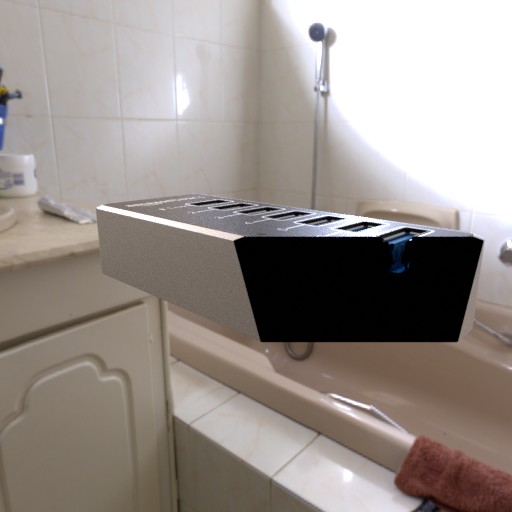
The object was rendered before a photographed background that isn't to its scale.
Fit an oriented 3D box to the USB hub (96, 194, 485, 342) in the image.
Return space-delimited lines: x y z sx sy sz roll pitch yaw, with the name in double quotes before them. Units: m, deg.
"USB hub" 0.000 0.000 0.128 0.110 0.023 0.044 14 21 42
